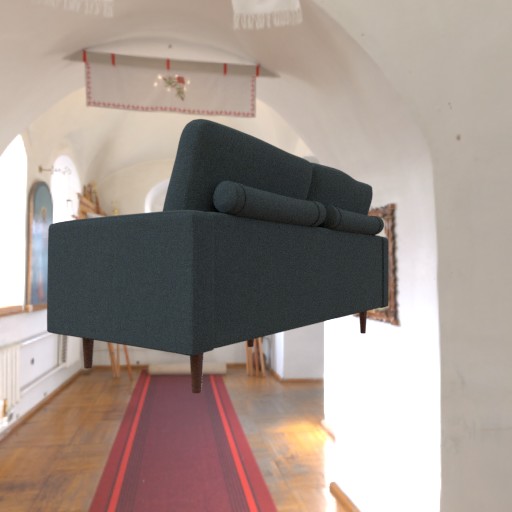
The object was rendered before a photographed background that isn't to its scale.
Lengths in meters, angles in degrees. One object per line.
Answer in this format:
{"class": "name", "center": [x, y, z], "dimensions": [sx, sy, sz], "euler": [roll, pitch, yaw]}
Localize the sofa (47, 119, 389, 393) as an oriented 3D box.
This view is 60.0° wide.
{"class": "sofa", "center": [0.000, 0.000, 2.557], "dimensions": [0.966, 1.050, 2.010], "euler": [-1, -1, 35]}
